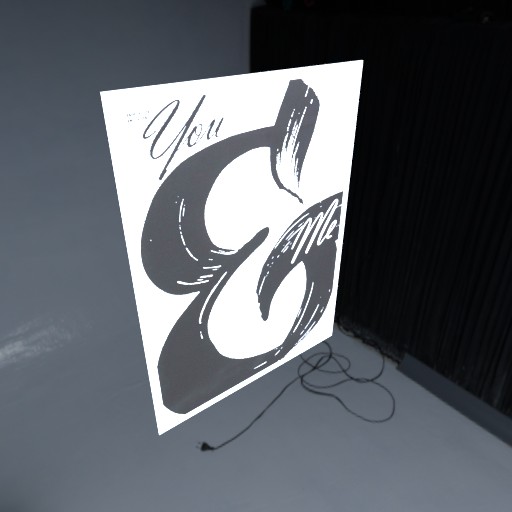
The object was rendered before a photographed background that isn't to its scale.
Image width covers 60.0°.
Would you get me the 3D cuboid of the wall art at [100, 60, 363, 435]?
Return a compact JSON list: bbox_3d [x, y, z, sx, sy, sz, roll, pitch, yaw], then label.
[{"bbox_3d":[0.000,0.000,0.791,0.457,0.609,0.003,-22,37,-32],"label":"wall art"}]
